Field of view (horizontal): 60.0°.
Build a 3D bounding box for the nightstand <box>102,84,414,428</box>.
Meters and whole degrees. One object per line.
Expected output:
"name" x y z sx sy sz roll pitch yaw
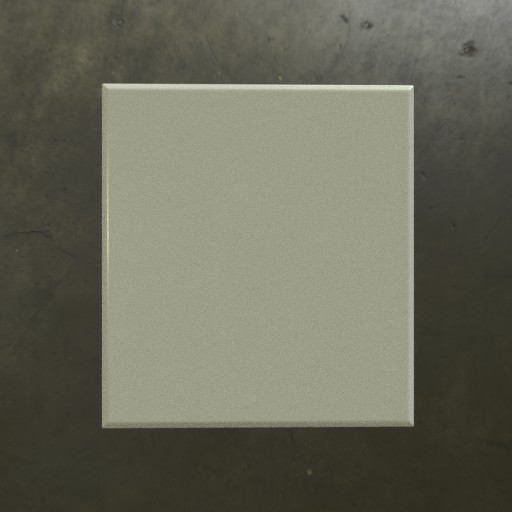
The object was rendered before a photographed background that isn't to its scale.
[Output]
"nightstand" 0.000 0.000 0.924 0.459 0.555 0.505 0 90 -1
